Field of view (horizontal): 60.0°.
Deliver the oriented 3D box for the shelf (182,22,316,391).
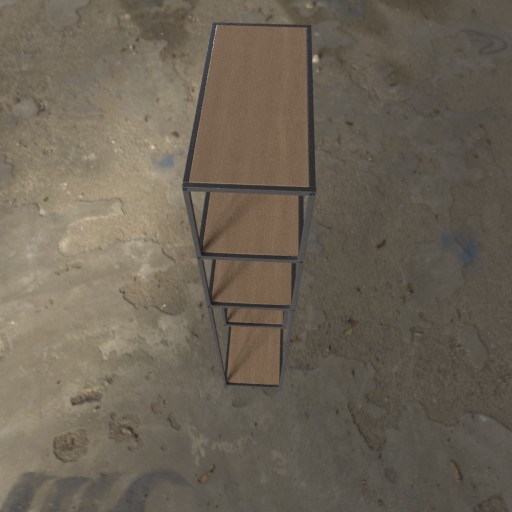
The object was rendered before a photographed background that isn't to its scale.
[{"bbox_3d":[0.000,0.000,2.138,0.350,1.850,0.770,2,58,2],"label":"shelf"}]
